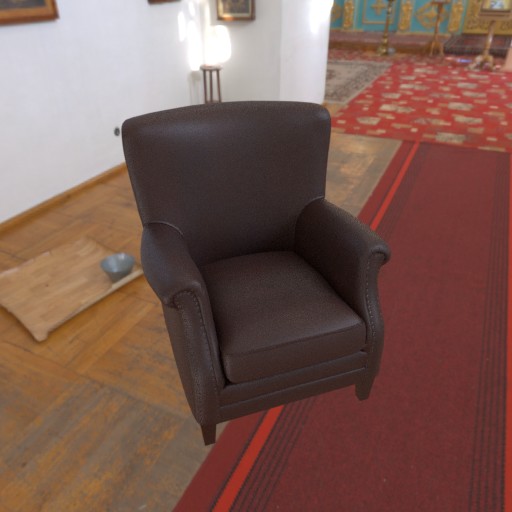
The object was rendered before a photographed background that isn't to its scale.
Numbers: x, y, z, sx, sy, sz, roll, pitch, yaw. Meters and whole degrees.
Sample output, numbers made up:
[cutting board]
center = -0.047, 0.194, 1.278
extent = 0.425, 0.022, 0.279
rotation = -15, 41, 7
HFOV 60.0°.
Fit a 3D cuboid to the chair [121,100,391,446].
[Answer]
[chair]
center = 0.000, 0.000, 1.396
extent = 0.700, 0.800, 0.746
rotation = -10, 33, -16
